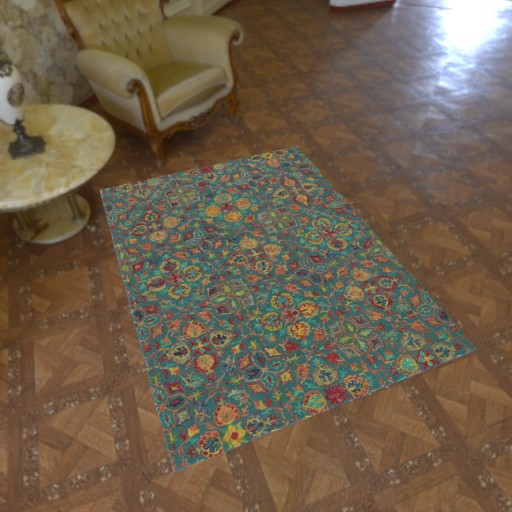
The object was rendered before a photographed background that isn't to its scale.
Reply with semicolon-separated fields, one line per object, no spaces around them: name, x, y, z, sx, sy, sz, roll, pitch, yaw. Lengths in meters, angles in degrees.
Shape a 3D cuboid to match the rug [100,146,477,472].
rug;0.000;0.000;4.182;2.434;0.025;3.204;-16;47;-15
